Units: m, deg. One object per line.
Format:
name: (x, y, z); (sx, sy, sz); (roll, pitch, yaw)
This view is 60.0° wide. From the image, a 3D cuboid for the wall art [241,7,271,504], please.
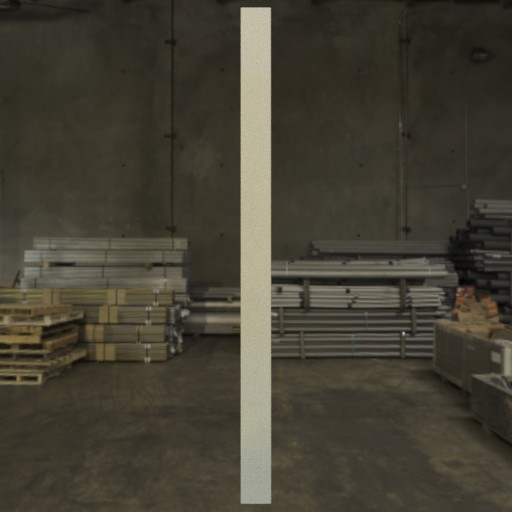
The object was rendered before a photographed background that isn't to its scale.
wall art: (0.000, 0.000, 0.749); (0.038, 0.611, 0.408); (0, 0, 0)
